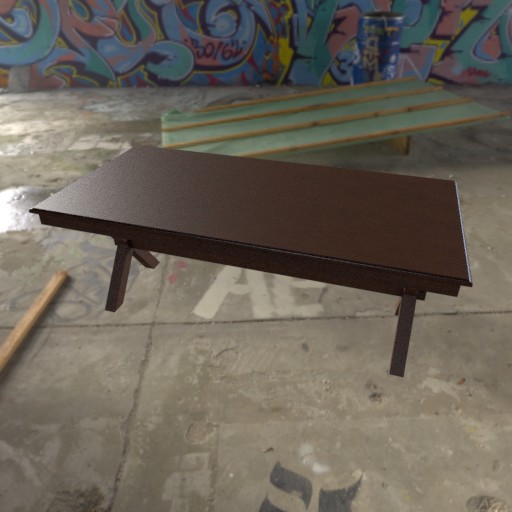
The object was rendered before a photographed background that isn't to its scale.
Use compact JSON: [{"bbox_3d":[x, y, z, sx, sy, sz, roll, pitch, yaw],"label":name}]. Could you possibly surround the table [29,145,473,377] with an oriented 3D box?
[{"bbox_3d":[0.000,0.000,1.492,1.197,0.459,0.594,10,34,15],"label":"table"}]
